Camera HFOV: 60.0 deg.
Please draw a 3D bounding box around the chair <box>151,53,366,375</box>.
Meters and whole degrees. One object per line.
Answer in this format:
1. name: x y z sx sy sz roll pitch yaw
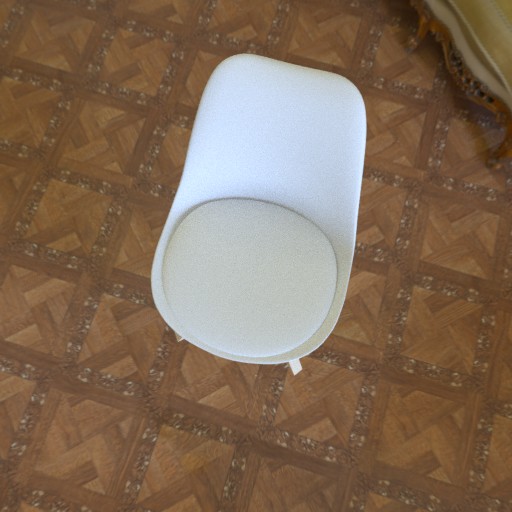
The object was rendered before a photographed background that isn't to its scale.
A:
1. chair: 0.000 0.000 1.173 0.485 0.850 0.550 15 75 4
